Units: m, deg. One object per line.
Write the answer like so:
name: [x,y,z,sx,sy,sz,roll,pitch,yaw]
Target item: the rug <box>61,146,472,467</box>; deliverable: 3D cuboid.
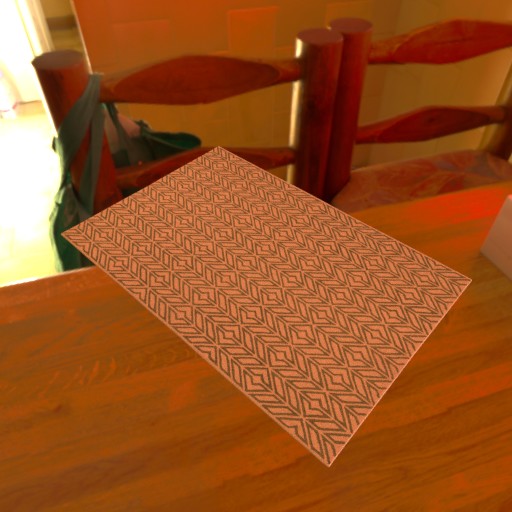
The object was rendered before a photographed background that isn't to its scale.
rug: [0.000,0.000,2.345,1.828,0.007,1.220,33,54,28]
